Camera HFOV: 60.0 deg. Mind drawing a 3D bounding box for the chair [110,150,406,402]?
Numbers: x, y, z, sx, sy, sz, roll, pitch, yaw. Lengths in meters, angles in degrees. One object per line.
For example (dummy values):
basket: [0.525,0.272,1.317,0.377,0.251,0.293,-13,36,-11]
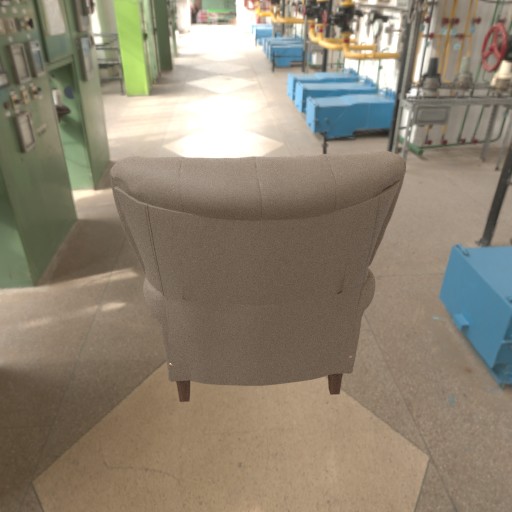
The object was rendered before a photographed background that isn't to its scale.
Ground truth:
chair: [0.000,0.000,1.967,0.999,1.138,1.041,-2,30,-3]
